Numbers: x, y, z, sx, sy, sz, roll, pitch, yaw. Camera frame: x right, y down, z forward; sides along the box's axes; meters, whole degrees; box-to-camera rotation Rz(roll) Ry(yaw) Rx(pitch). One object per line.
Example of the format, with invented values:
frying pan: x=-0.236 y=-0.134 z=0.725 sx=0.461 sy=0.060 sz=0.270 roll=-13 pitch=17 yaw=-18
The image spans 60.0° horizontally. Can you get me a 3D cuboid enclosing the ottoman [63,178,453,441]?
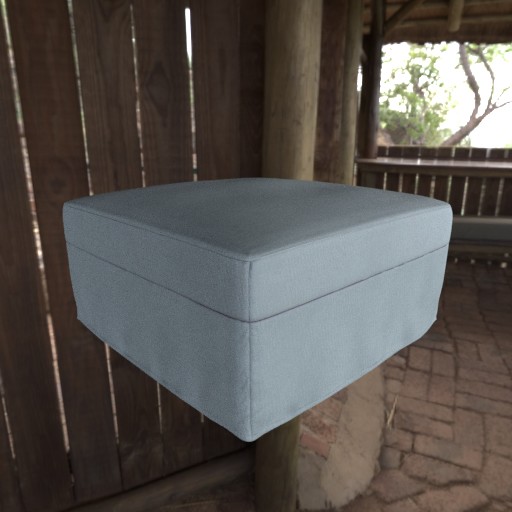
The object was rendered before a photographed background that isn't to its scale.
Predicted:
ottoman: x=0.000 y=0.000 z=1.339 sx=0.842 sy=0.441 sz=0.843 roll=-15 pitch=22 yaw=-42
